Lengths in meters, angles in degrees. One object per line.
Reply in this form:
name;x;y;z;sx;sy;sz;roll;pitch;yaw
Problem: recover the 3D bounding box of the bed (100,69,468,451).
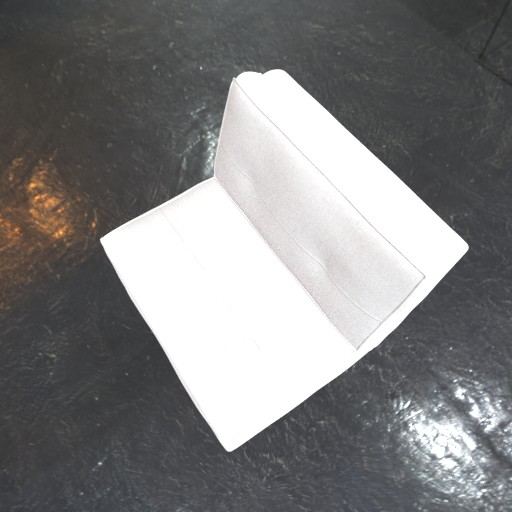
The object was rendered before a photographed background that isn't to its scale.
bed;0.000;0.000;1.328;0.749;0.614;0.799;-31;66;-16
